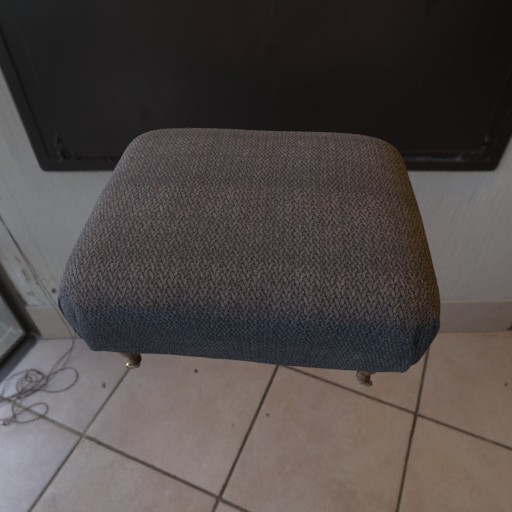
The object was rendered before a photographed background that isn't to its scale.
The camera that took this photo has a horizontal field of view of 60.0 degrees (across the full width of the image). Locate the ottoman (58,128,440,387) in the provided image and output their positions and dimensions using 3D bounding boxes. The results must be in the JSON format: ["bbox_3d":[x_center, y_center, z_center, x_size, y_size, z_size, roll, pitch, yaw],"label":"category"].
[{"bbox_3d":[0.000,0.000,1.106,0.747,0.450,0.622,3,46,3],"label":"ottoman"}]
